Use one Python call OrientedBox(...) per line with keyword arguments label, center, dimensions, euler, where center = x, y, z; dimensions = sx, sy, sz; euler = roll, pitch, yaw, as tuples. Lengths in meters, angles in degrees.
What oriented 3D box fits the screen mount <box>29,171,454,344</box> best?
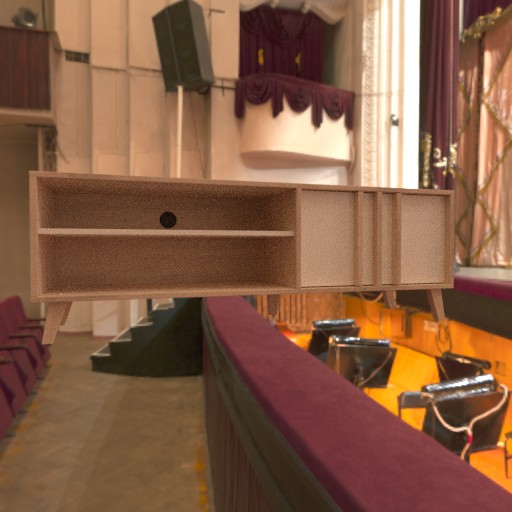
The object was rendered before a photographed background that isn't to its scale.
OrientedBox(label="screen mount", center=(0.000, 0.000, 1.701), dimensions=(1.500, 0.510, 0.400), euler=(0, 1, -18))
